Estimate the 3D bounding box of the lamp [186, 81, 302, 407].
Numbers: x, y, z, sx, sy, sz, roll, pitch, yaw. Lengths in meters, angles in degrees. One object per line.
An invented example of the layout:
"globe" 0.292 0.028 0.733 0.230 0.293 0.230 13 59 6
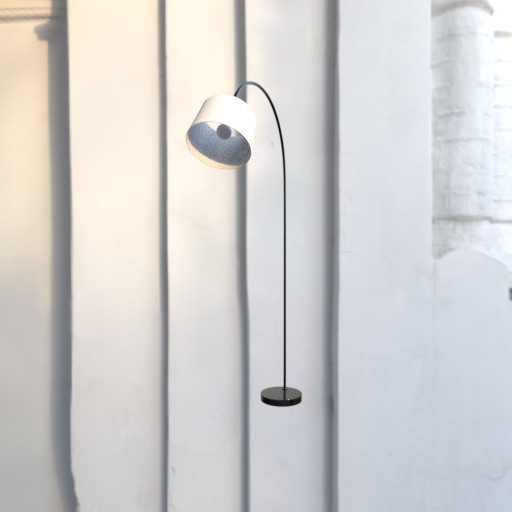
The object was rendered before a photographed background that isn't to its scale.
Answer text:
"lamp" 0.000 0.000 2.698 0.331 2.104 1.363 0 1 20
